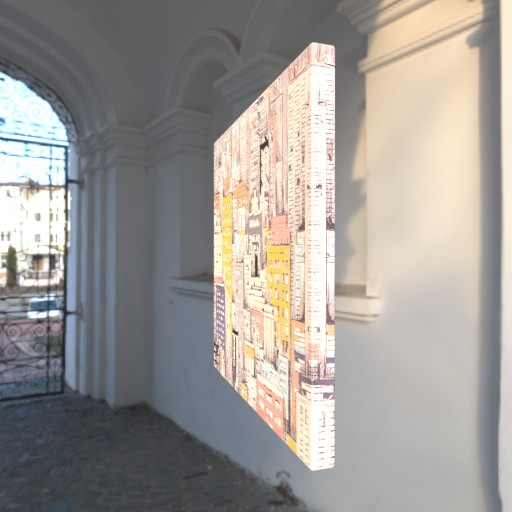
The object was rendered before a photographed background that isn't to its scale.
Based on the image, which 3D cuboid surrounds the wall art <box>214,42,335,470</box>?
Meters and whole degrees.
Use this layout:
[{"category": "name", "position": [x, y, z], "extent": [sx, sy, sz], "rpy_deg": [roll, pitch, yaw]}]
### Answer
[{"category": "wall art", "position": [0.000, 0.000, 1.151], "extent": [0.048, 0.762, 0.761], "rpy_deg": [0, 0, -19]}]
